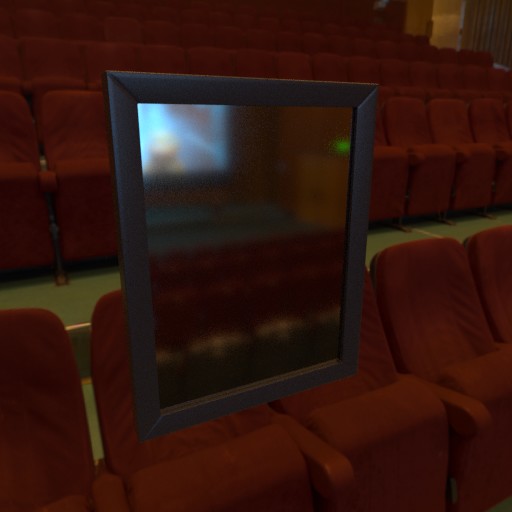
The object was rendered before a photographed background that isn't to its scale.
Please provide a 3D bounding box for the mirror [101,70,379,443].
[{"bbox_3d":[0.000,0.000,0.684,0.405,0.508,0.041,-8,19,-26],"label":"mirror"}]
